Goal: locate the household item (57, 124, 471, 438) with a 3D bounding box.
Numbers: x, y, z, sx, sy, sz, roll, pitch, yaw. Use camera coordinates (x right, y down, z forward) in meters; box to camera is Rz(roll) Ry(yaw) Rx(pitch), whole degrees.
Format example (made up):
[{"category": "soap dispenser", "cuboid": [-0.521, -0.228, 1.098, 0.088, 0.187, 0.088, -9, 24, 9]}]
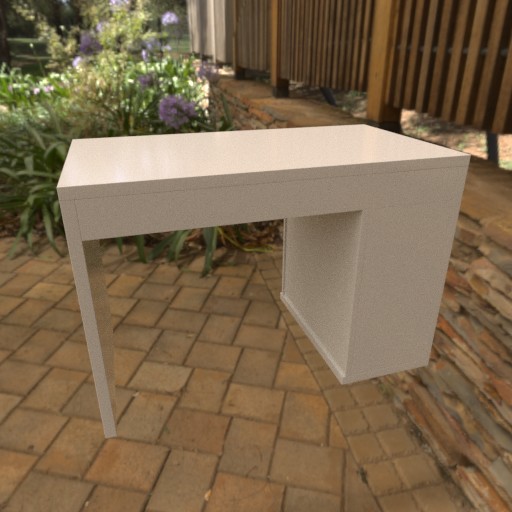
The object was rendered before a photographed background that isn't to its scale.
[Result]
[{"category": "household item", "cuboid": [0.000, 0.000, 1.532, 1.100, 0.749, 0.597, -8, 26, -16]}]
